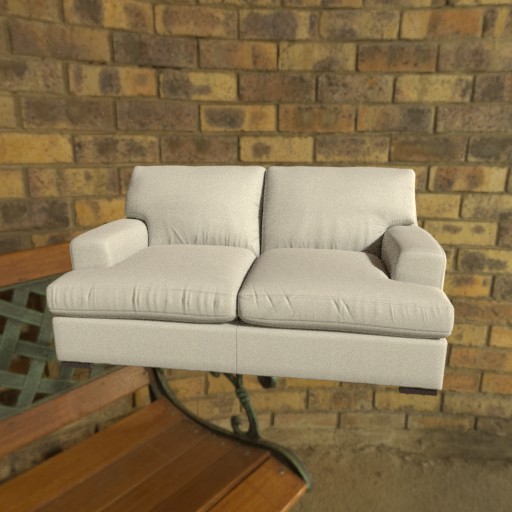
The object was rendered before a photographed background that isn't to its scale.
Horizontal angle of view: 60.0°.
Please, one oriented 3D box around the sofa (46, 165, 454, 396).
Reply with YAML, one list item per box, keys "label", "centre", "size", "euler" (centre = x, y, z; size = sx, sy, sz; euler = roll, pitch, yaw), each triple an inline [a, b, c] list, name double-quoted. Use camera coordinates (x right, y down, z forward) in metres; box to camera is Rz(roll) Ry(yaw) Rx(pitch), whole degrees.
- label: "sofa"
  centre: [0.000, 0.000, 2.440]
  size: [1.880, 0.940, 1.143]
  euler: [2, 14, 8]
